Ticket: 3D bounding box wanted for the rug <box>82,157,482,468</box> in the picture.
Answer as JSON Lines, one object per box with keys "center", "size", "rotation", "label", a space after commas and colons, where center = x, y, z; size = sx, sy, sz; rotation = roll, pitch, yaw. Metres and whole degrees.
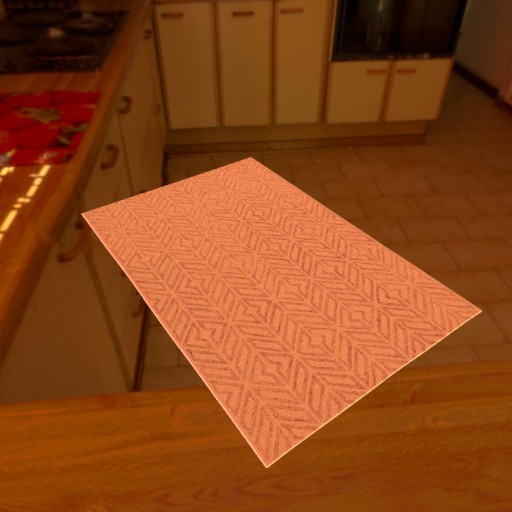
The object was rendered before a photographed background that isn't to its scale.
{"center": [0.000, 0.000, 2.312], "size": [1.220, 0.007, 1.828], "rotation": [-25, 46, -27], "label": "rug"}
